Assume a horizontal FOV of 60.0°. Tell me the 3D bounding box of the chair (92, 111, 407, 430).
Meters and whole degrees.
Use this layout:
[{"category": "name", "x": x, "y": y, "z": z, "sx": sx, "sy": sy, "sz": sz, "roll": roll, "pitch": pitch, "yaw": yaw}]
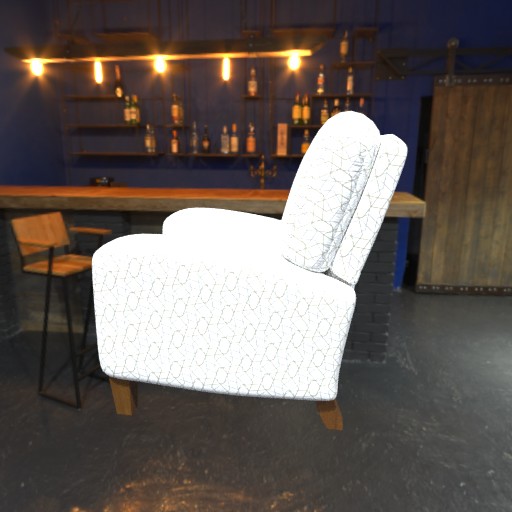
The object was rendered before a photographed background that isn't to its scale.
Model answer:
[{"category": "chair", "x": 0.000, "y": 0.000, "z": 1.765, "sx": 0.995, "sy": 1.064, "sz": 0.796, "roll": 2, "pitch": 14, "yaw": 9}]
